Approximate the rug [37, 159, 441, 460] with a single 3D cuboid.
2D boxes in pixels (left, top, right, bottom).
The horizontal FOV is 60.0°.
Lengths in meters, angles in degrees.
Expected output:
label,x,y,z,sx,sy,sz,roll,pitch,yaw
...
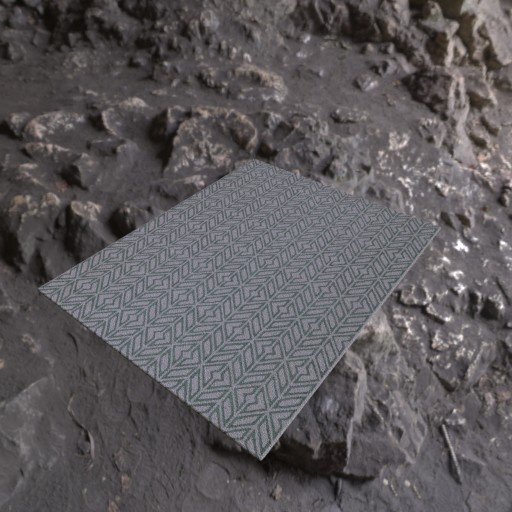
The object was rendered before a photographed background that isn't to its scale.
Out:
label,x,y,z,sx,sy,sz,roll,pitch,yaw
rug,0.000,0.000,4.185,2.441,0.017,3.050,26,46,28
